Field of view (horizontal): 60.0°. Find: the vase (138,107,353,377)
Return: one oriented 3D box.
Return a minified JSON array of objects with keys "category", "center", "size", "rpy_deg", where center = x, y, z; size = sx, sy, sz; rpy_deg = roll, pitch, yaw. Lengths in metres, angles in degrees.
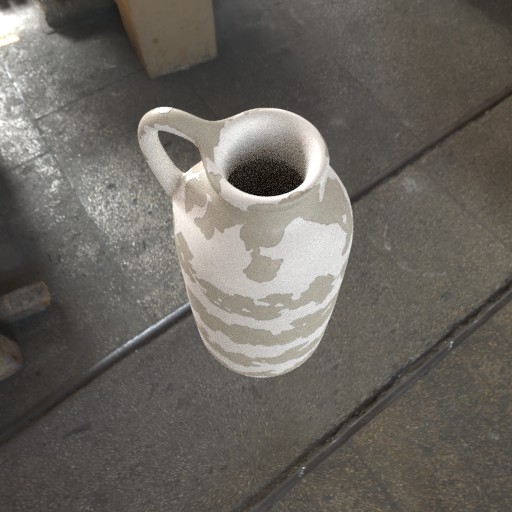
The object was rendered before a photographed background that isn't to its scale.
[{"category":"vase","center":[0.000,0.000,0.481],"size":[0.203,0.382,0.186],"rpy_deg":[18,66,9]}]
